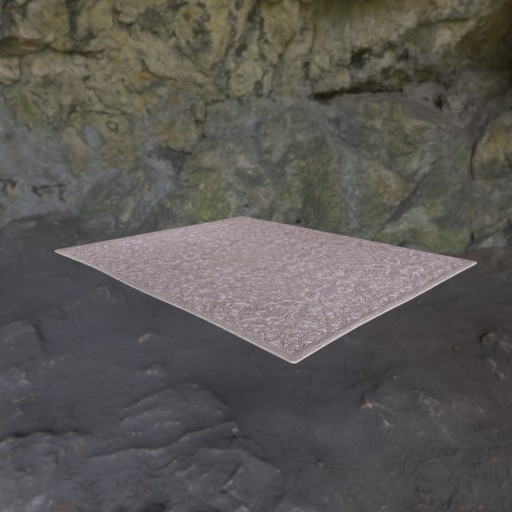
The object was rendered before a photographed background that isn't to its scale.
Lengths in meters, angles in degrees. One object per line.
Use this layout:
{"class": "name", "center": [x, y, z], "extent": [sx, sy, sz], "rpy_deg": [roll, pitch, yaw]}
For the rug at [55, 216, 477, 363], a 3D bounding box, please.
{"class": "rug", "center": [0.000, 0.000, 4.067], "extent": [2.472, 0.035, 3.017], "rpy_deg": [-15, 22, -43]}
